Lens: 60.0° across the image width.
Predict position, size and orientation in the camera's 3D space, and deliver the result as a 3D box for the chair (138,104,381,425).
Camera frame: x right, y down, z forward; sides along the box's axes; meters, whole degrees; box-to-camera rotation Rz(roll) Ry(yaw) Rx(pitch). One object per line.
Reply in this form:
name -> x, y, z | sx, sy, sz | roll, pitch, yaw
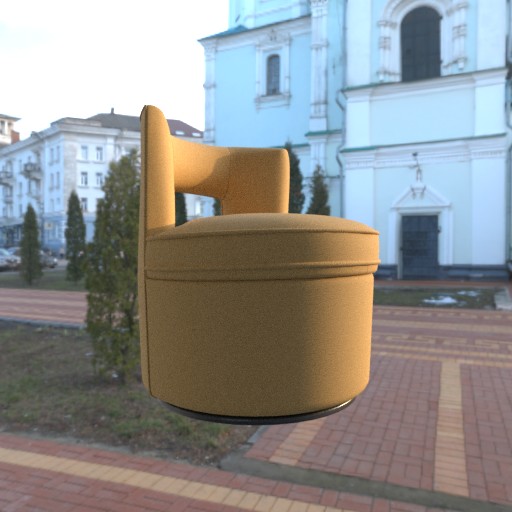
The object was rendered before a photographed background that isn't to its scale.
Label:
chair -> 0.000, 0.000, 1.219 | 0.665, 0.723, 0.650 | 1, 1, 36
